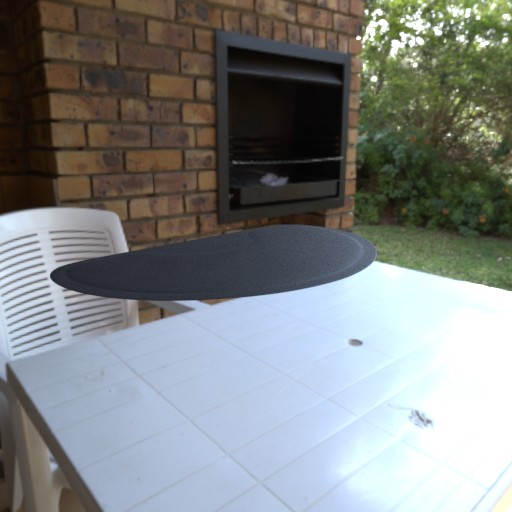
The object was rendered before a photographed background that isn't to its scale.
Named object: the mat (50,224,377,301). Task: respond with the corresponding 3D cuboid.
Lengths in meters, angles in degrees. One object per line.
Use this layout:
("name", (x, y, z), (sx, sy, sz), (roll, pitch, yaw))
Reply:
("mat", (0.000, 0.000, 1.901), (0.913, 0.013, 1.524), (14, 19, 43))
